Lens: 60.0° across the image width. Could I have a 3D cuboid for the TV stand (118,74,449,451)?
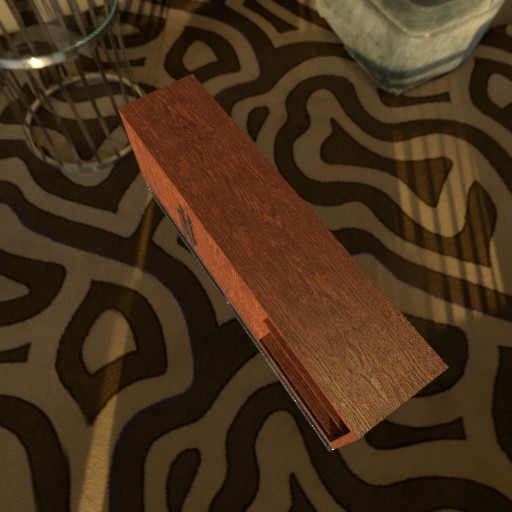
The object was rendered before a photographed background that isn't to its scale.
[{"bbox_3d":[0.000,0.000,1.851,0.382,0.578,1.541,-31,67,-15],"label":"TV stand"}]
